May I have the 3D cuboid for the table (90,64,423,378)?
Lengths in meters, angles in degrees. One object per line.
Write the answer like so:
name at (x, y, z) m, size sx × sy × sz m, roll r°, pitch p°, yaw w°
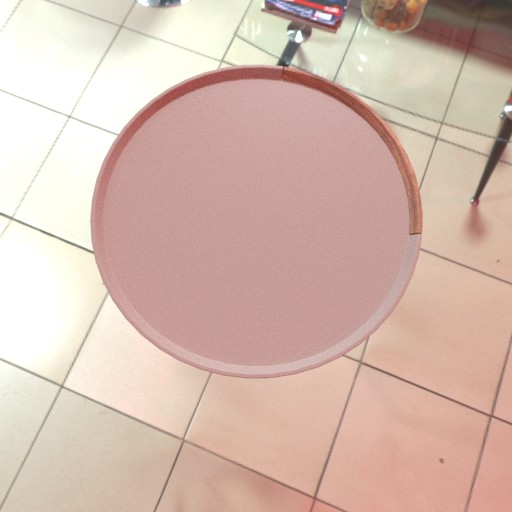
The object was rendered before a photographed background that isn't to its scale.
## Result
table at (0.000, 0.000, 0.855) m, size 0.450 × 0.530 × 0.450 m, roll 0°, pitch 76°, yaw 0°
